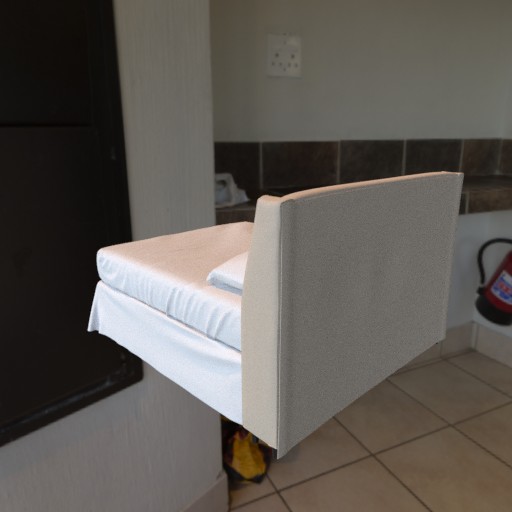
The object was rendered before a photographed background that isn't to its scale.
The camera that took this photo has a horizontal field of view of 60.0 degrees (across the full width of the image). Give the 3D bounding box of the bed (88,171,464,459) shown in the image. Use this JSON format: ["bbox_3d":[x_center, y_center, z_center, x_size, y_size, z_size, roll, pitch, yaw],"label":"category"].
[{"bbox_3d":[0.000,0.000,3.416,1.925,1.332,2.276,-15,21,-42],"label":"bed"}]
